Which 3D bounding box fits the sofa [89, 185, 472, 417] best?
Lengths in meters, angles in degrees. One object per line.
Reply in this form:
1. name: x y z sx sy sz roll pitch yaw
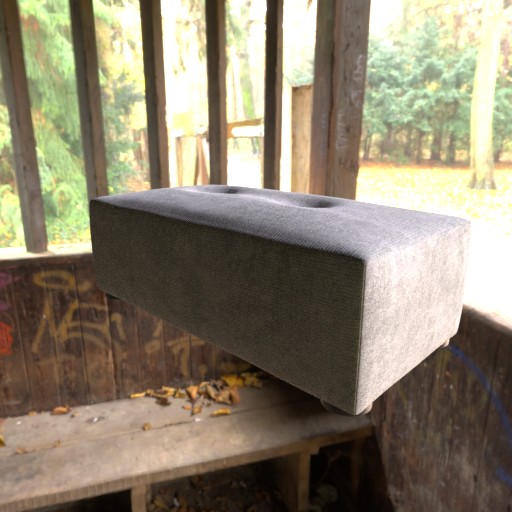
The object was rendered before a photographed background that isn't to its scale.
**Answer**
1. sofa: 0.000 0.000 1.172 0.930 0.330 0.480 15 21 42
